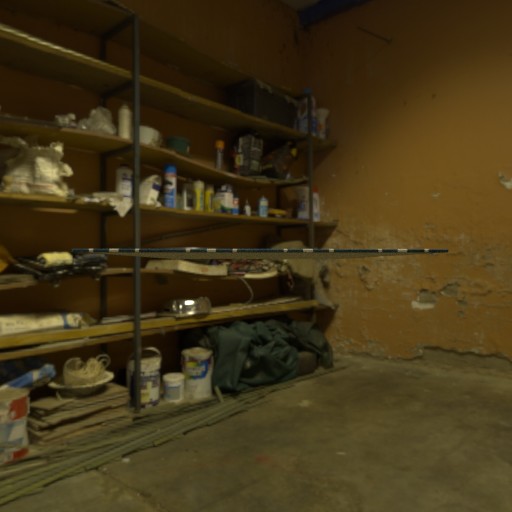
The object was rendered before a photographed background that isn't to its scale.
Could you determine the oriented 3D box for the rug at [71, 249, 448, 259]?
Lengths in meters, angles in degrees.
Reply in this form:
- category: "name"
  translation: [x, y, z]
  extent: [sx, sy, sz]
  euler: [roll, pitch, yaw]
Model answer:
- category: "rug"
  translation: [0.000, 0.000, 2.211]
  extent: [1.143, 0.010, 1.753]
  euler: [0, -1, -1]
